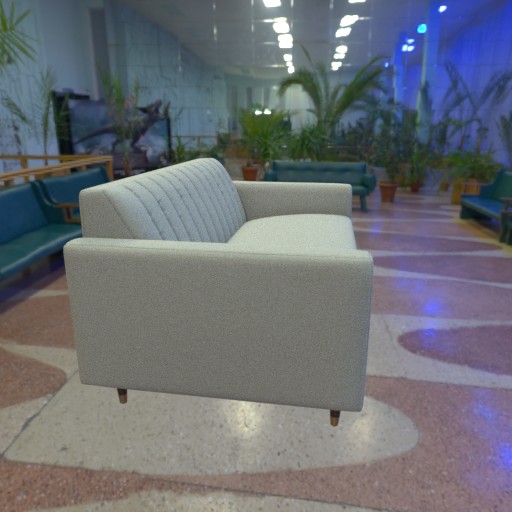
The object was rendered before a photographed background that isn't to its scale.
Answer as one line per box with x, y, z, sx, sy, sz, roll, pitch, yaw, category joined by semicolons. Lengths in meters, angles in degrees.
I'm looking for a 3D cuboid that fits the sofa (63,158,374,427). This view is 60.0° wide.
0.000;0.000;2.088;0.950;0.801;1.585;3;17;9;sofa
